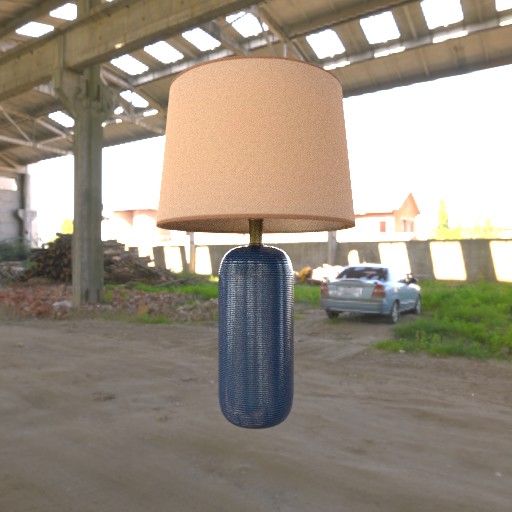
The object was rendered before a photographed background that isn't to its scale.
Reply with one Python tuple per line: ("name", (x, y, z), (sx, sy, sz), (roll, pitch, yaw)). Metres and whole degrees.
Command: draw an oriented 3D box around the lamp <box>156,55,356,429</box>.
("lamp", (0.000, 0.000, 0.833), (0.367, 0.609, 0.367), (0, -1, 0))
